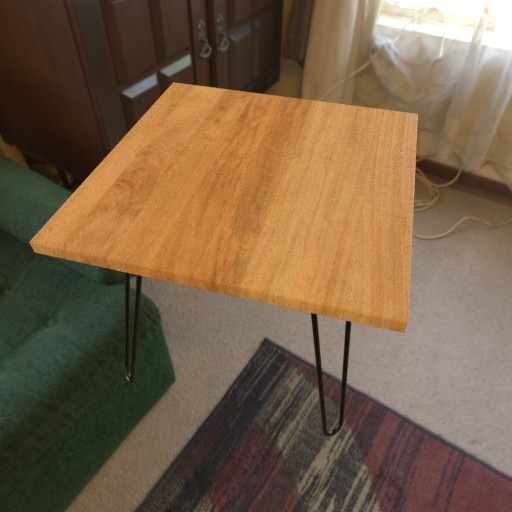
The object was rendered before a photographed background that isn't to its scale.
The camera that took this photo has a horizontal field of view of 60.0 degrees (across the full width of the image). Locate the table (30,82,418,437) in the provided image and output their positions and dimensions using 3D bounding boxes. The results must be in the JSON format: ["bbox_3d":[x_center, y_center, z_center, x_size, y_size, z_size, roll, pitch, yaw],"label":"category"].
[{"bbox_3d":[0.000,0.000,1.042,0.599,0.500,0.599,11,47,11],"label":"table"}]
